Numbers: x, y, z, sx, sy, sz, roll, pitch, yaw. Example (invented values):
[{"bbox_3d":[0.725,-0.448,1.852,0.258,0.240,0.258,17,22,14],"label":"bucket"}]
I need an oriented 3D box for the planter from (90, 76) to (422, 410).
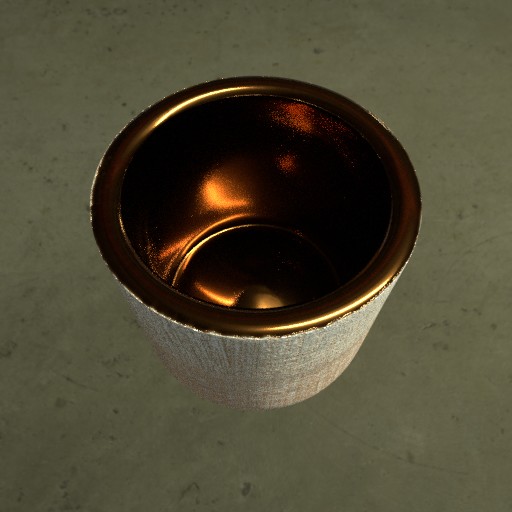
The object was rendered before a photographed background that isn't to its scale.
[{"bbox_3d":[0.000,0.000,0.302,0.177,0.157,0.177,0,59,0],"label":"planter"}]
